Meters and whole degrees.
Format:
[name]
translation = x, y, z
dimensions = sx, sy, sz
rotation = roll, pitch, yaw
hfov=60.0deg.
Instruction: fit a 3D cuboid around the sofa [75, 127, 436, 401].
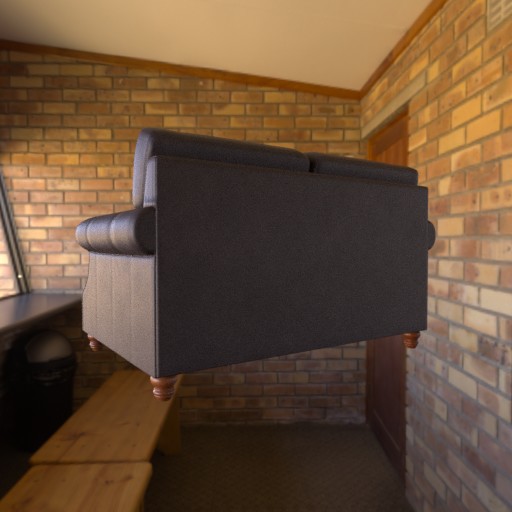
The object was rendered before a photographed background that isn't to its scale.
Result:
[sofa]
translation = 0.000, 0.000, 2.327
dimensions = 1.663, 0.979, 1.030
rotation = -1, 2, -34
